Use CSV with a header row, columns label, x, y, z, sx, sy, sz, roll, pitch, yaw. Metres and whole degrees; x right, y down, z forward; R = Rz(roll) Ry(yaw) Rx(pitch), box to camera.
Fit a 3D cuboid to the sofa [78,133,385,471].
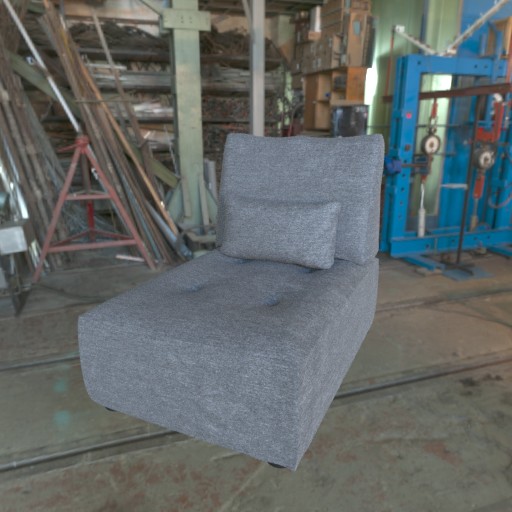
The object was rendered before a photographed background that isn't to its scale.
label,x,y,z,sx,sy,sz,roll,pitch,yaw
sofa,0.000,0.000,1.558,0.700,0.820,1.000,8,18,24
